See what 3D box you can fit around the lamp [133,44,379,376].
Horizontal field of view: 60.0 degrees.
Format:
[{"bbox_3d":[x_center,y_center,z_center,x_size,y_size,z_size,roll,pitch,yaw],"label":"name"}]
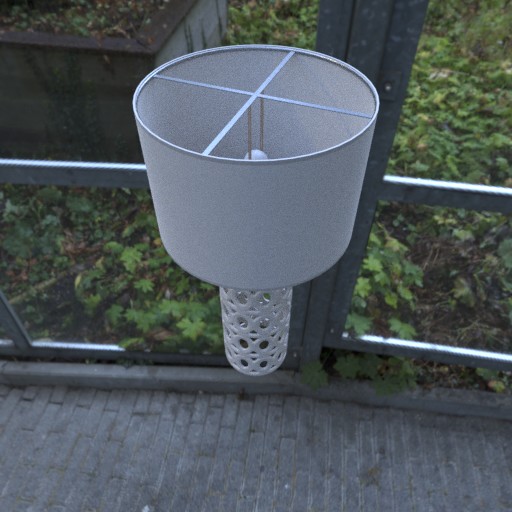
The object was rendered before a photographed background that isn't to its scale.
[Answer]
[{"bbox_3d":[0.000,0.000,0.825,0.324,0.636,0.325,16,48,15],"label":"lamp"}]
